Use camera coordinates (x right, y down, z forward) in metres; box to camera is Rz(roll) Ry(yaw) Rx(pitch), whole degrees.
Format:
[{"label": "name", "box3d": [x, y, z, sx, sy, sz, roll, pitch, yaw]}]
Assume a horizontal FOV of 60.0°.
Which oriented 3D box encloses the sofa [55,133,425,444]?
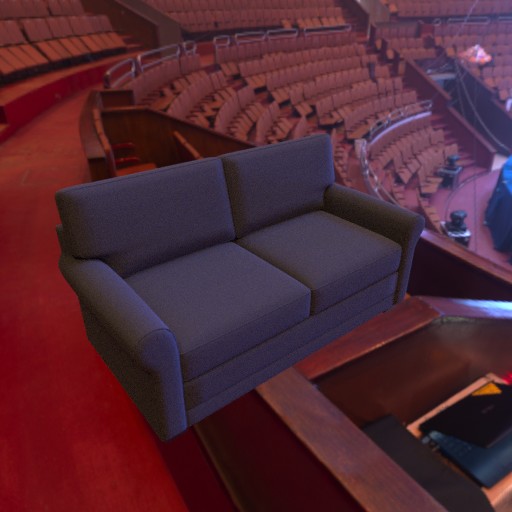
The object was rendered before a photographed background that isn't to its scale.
[{"label": "sofa", "box3d": [0.000, 0.000, 2.537, 1.930, 1.020, 0.940, -21, 35, -33]}]
